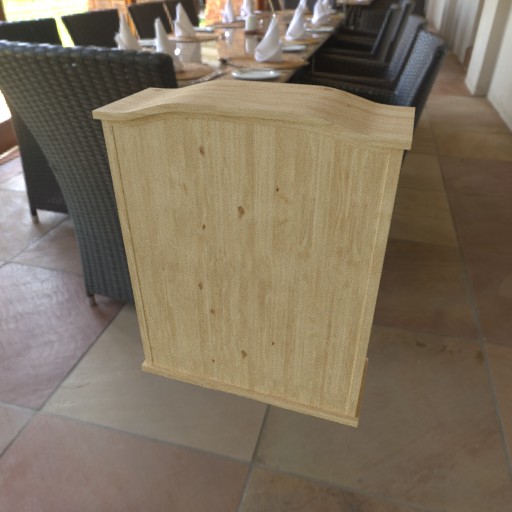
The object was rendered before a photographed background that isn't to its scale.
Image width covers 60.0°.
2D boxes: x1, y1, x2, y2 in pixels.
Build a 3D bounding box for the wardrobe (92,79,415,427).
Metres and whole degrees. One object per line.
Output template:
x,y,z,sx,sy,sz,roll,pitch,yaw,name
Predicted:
0.000,0.000,2.657,1.500,1.870,0.570,10,34,15,wardrobe
